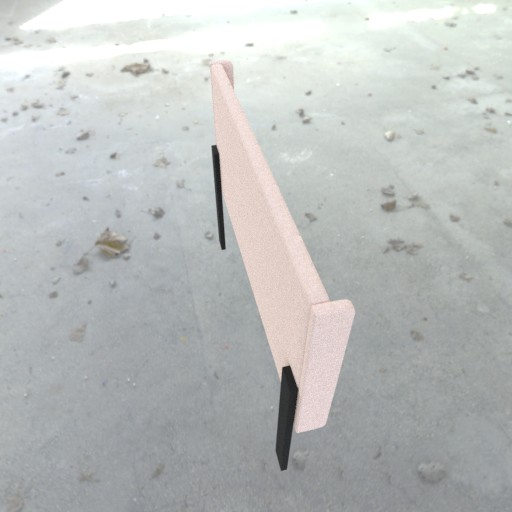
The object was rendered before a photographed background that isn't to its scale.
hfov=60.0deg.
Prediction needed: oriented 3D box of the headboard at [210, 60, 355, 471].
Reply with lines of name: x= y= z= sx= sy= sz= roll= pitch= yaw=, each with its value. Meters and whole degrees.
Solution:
headboard: x=0.000 y=0.000 z=2.667 sx=0.184 sy=1.524 sz=2.051 roll=-10 pitch=47 yaw=-10
